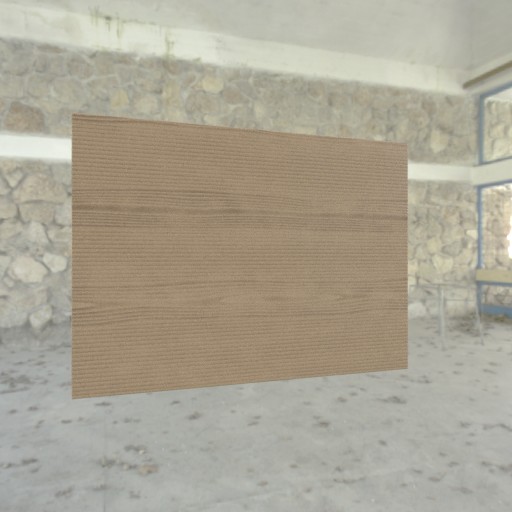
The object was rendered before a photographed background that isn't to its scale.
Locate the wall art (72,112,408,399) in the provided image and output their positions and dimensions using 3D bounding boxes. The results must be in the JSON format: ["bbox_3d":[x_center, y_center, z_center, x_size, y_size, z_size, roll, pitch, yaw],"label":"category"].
[{"bbox_3d":[0.000,0.000,1.098,0.841,0.609,0.063,0,0,-18],"label":"wall art"}]
